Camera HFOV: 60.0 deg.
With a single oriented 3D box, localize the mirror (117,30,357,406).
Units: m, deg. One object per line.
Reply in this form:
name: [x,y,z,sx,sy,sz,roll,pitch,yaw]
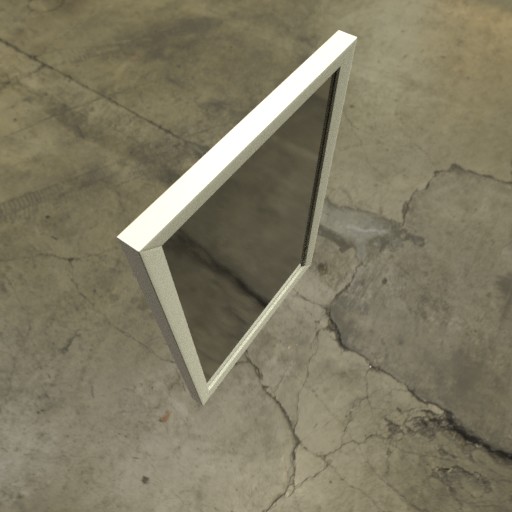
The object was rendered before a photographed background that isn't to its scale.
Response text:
mirror: [0.000,0.000,0.913,0.040,0.710,0.507,31,63,18]
